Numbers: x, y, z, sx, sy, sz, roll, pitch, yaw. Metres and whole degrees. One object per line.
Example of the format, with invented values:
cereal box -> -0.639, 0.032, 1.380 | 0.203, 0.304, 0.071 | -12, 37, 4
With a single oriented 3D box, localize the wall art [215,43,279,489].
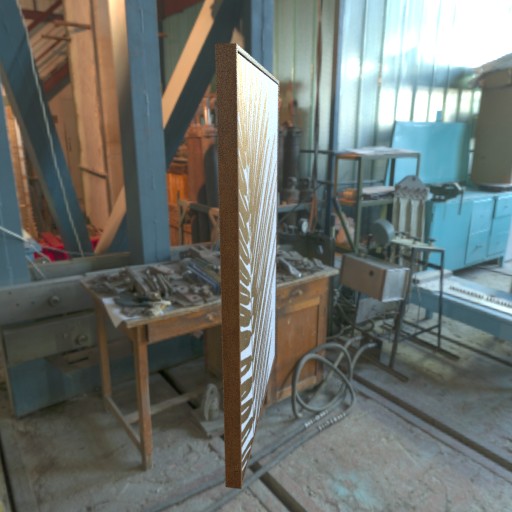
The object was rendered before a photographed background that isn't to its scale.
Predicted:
wall art -> 0.000, 0.000, 1.160 | 0.037, 0.914, 0.610 | 3, 16, 9
